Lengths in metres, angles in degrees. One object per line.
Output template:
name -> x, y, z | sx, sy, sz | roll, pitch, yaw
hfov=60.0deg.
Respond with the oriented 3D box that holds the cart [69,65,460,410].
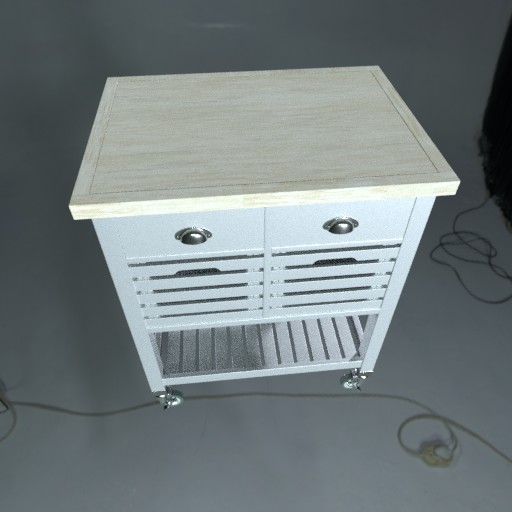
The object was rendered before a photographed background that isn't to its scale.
cart -> 0.000, 0.000, 1.376 | 0.762, 0.914, 0.559 | -4, 46, -4
